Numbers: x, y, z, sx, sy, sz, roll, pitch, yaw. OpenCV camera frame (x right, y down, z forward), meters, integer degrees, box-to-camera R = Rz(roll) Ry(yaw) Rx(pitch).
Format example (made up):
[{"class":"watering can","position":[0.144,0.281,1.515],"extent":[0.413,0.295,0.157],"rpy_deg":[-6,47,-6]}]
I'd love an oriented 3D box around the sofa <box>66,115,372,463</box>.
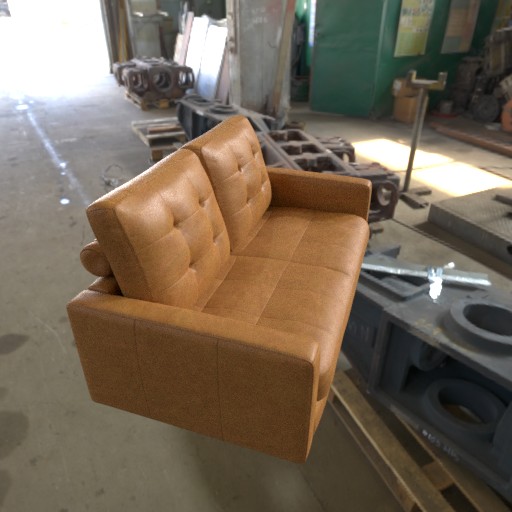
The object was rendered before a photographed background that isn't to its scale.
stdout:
[{"class":"sofa","position":[0.000,0.000,1.910],"extent":[0.868,0.898,1.430],"rpy_deg":[10,32,16]}]
